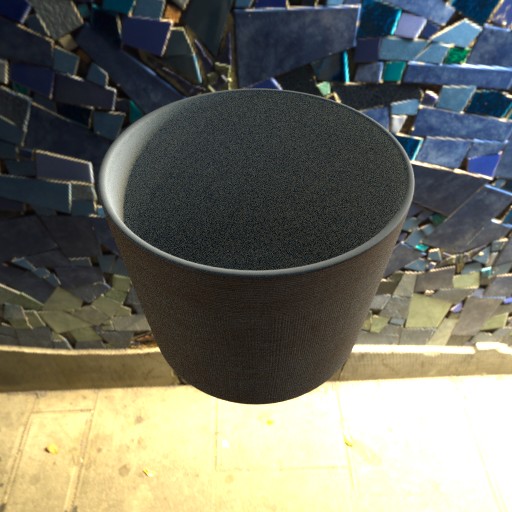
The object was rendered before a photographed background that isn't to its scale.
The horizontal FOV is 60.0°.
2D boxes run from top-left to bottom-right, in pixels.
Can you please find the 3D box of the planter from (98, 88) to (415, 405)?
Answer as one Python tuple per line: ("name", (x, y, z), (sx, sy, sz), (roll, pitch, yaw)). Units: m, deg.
("planter", (0.000, 0.000, 0.776), (0.440, 0.398, 0.440), (0, 46, 0))
